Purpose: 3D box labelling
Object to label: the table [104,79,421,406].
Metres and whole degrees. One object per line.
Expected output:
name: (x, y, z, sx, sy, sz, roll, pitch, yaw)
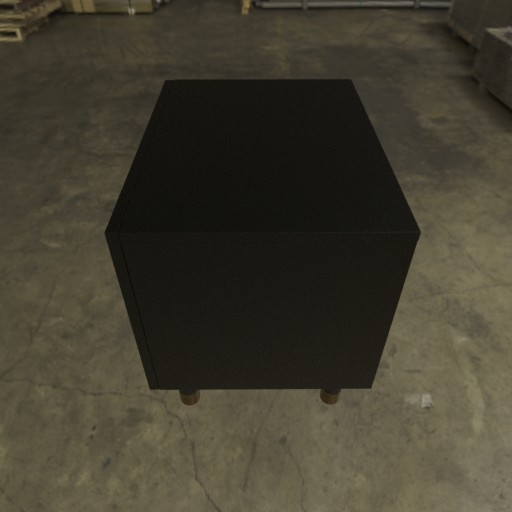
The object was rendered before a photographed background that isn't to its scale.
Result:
table: (0.000, 0.000, 1.000, 0.441, 0.584, 0.564, 0, 42, 0)
